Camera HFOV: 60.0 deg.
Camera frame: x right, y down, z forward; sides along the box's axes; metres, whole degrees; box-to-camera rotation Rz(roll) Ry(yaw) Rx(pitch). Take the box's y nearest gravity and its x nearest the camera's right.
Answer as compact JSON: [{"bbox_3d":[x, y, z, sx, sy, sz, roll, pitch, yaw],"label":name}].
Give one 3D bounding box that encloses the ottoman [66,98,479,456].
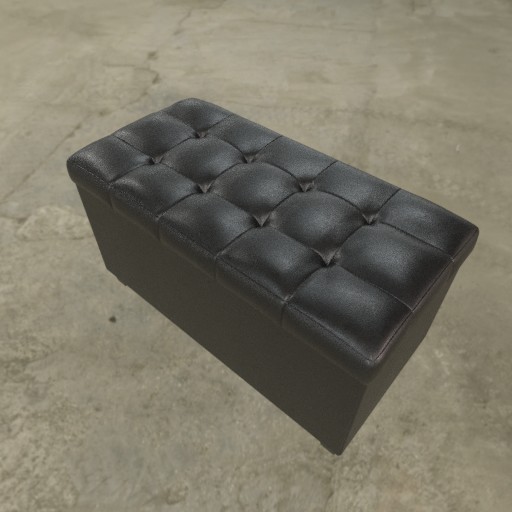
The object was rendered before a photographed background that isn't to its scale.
[{"bbox_3d":[0.000,0.000,1.102,0.838,0.470,0.432,32,54,27],"label":"ottoman"}]
